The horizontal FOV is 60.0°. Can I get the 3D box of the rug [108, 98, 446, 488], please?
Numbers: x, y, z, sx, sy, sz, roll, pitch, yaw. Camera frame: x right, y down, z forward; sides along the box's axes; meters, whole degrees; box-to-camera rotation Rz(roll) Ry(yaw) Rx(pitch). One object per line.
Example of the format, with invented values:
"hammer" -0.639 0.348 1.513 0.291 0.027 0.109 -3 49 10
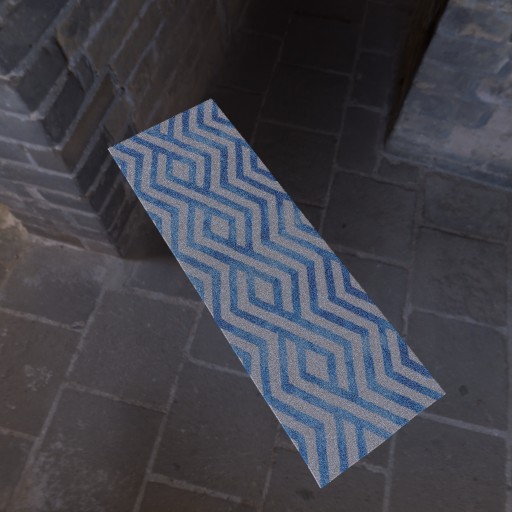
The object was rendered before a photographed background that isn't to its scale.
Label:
"rug" 0.000 0.000 1.637 0.503 0.007 1.492 -30 69 -13
